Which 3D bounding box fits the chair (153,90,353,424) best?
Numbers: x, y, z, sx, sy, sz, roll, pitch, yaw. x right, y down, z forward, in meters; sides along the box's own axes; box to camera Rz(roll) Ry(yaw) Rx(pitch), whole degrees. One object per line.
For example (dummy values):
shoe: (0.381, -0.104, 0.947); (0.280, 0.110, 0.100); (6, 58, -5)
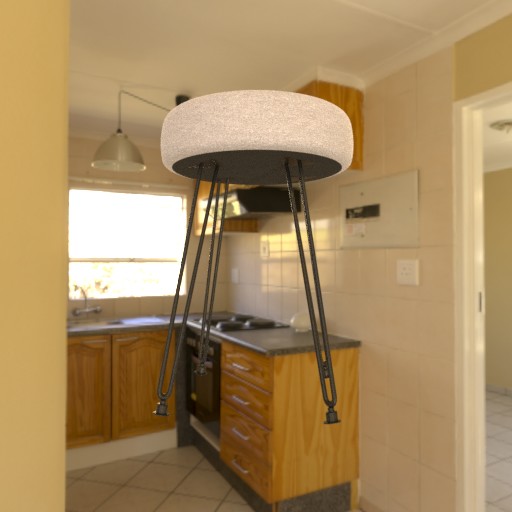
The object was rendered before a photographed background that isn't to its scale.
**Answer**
chair: (0.000, 0.000, 0.708); (0.350, 0.440, 0.350); (1, -1, -38)
